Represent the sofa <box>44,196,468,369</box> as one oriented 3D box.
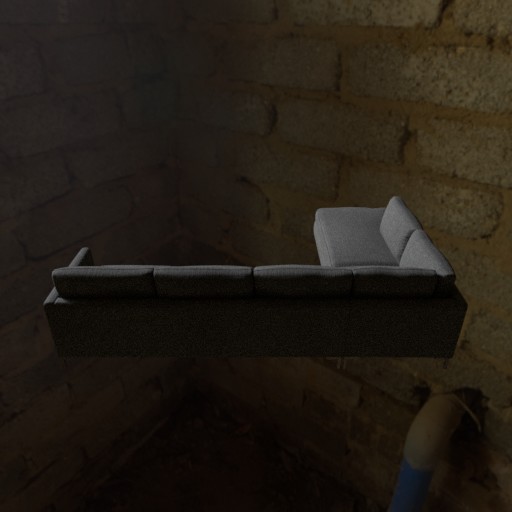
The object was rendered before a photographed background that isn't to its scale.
[{"bbox_3d":[0.000,0.000,3.955,2.949,0.815,2.007,0,30,0],"label":"sofa"}]
